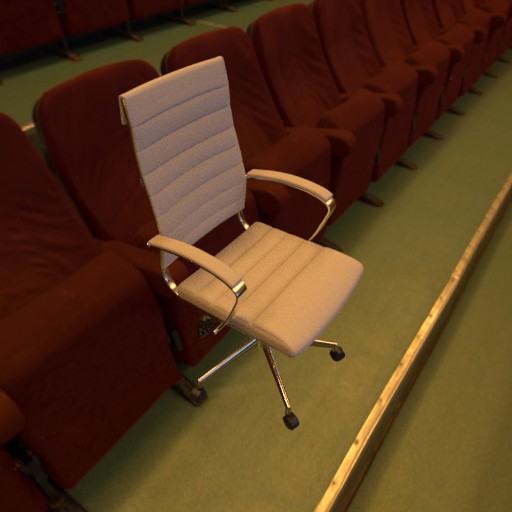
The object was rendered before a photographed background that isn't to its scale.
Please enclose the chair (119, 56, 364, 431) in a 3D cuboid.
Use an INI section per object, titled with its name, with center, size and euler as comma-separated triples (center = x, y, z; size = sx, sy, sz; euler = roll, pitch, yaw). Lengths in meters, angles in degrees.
[chair]
center = 0.000, 0.000, 1.579
size = 0.667, 1.149, 0.679
euler = 25, 47, 26
